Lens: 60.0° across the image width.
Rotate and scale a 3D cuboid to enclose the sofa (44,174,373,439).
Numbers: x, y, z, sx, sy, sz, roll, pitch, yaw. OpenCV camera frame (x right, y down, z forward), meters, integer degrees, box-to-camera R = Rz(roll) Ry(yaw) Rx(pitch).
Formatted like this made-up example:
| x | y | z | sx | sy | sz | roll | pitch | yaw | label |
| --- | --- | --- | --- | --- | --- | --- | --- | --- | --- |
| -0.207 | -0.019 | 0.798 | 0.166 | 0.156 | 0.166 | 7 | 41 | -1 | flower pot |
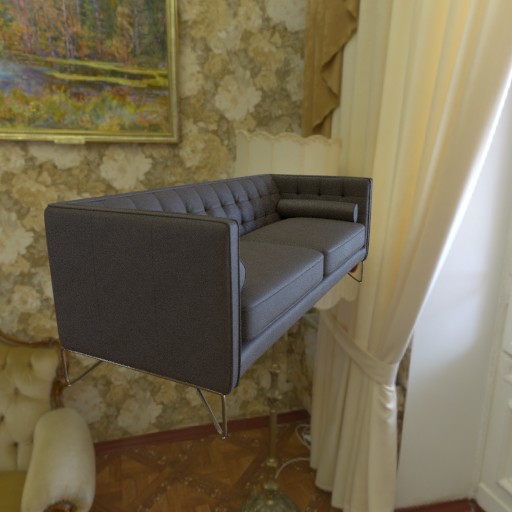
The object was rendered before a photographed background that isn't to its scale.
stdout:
| x | y | z | sx | sy | sz | roll | pitch | yaw | label |
| --- | --- | --- | --- | --- | --- | --- | --- | --- | --- |
| 0.000 | 0.000 | 2.524 | 0.867 | 0.789 | 2.087 | 7 | 16 | 26 | sofa |
